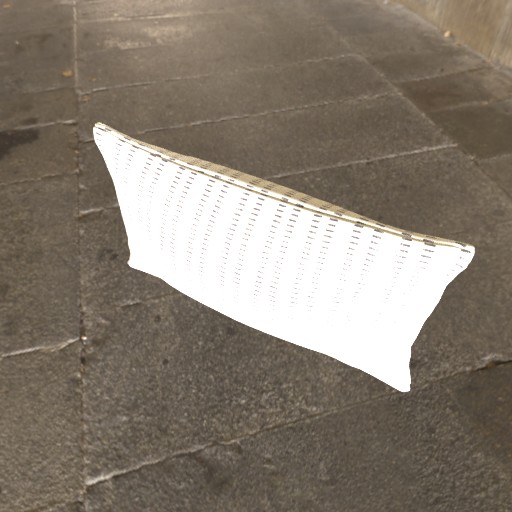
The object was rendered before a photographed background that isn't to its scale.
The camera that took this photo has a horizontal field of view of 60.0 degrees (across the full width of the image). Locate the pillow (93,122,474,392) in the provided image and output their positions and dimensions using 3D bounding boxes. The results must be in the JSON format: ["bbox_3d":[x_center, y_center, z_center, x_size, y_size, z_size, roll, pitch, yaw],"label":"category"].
[{"bbox_3d":[0.000,0.000,0.784,0.640,0.353,0.210,22,50,20],"label":"pillow"}]
